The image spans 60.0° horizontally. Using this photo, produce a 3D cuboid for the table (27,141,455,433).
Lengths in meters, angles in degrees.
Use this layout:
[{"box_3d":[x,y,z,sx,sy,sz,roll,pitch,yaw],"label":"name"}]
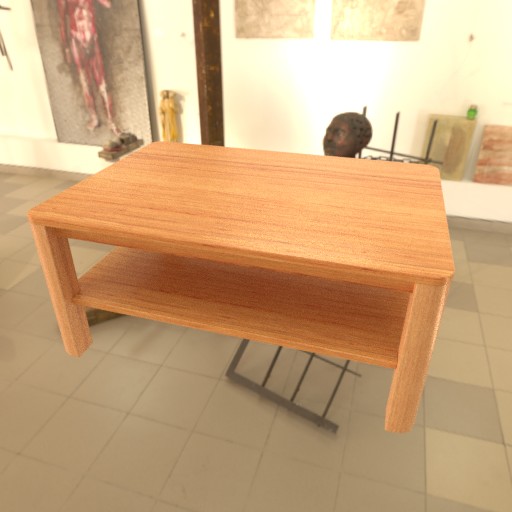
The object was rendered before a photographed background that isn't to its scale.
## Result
[{"box_3d":[0.000,0.000,1.353,0.997,0.445,0.696,9,31,15],"label":"table"}]
